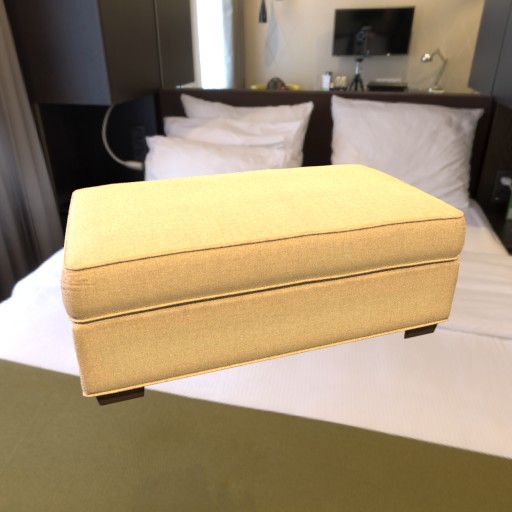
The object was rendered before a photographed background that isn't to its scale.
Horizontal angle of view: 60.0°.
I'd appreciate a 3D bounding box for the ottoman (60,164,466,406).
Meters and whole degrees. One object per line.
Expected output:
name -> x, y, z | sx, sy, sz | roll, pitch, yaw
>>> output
ottoman -> 0.000, 0.000, 1.427 | 1.097, 0.448, 0.617 | -8, 27, -16
